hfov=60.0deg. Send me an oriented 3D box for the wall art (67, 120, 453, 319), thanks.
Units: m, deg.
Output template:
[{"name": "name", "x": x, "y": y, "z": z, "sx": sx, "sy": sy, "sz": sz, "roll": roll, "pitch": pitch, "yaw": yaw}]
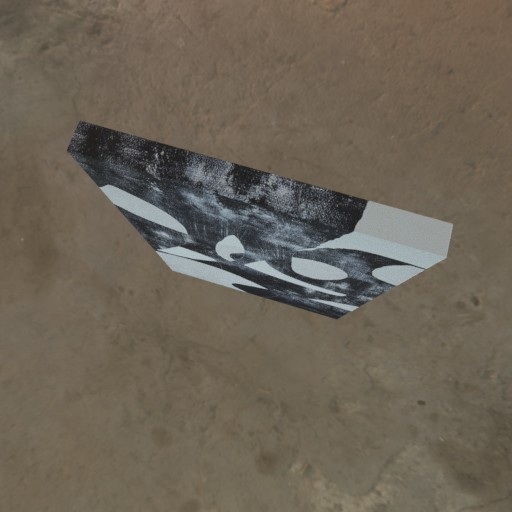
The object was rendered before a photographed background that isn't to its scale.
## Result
[{"name": "wall art", "x": 0.000, "y": 0.000, "z": 0.754, "sx": 0.407, "sy": 0.610, "sz": 0.039, "roll": 16, "pitch": 77, "yaw": 4}]
